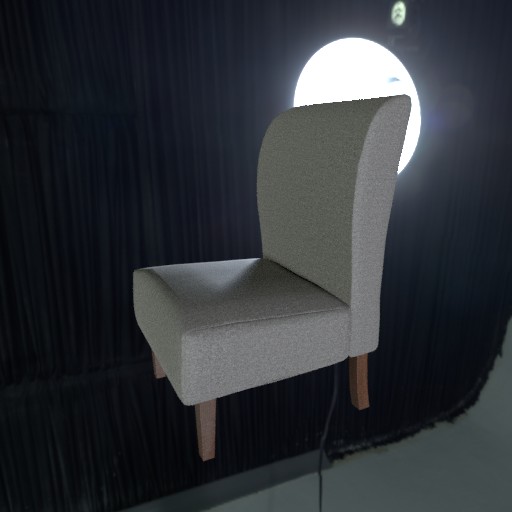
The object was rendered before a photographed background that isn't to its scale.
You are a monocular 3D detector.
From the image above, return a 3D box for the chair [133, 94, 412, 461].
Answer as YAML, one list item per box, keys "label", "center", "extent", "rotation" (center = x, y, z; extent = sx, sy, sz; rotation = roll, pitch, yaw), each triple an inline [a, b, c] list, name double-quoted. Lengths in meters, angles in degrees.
- label: "chair"
  center: [0.000, 0.000, 1.182]
  extent: [0.592, 0.804, 0.513]
  rotation: [-8, 17, -26]
